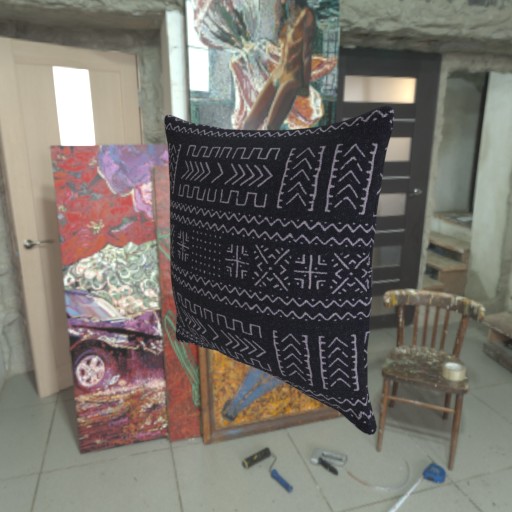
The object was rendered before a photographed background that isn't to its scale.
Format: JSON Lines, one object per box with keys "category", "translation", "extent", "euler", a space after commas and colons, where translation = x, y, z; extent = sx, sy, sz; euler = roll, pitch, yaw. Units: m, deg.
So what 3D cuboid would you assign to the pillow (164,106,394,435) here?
{"category": "pillow", "translation": [0.000, 0.000, 0.685], "extent": [0.438, 0.430, 0.164], "euler": [14, 20, 42]}
